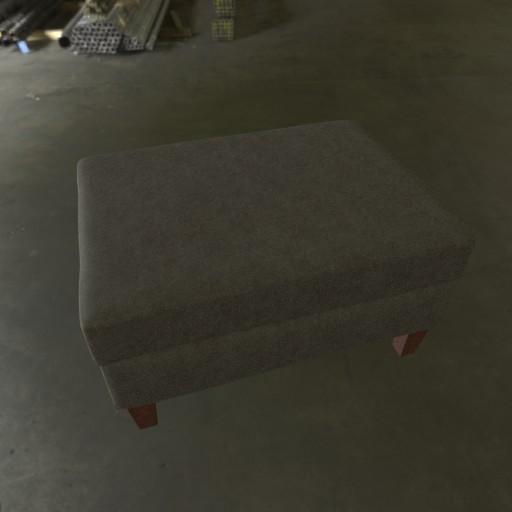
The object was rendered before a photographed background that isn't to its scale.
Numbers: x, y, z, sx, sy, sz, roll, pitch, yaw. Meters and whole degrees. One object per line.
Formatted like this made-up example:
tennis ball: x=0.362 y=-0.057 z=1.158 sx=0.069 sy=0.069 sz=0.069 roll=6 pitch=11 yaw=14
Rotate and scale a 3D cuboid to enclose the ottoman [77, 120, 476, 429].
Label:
ottoman: x=0.000 y=0.000 z=1.214 sx=0.839 sy=0.464 sz=0.639 roll=-12 pitch=43 yaw=-13
